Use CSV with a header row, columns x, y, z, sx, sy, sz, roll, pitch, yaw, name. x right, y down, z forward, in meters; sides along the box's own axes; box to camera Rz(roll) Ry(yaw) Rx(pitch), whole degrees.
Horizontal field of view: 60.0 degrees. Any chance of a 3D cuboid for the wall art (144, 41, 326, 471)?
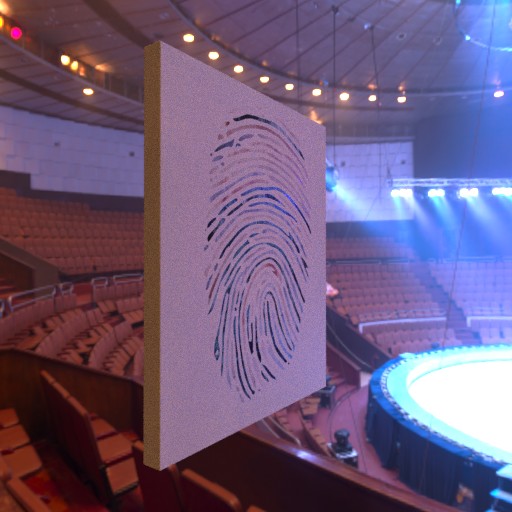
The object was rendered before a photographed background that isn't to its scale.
x,y,z,sx,sy,sz,roll,pitch,yaw,name
0.000,0.000,0.839,0.037,0.606,0.508,0,0,36,wall art
